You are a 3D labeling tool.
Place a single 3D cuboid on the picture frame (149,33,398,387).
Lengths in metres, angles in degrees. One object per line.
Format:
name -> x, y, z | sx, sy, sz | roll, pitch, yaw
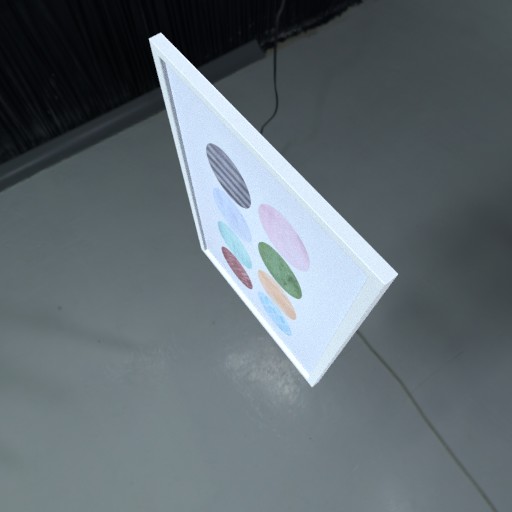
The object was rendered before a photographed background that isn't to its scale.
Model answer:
picture frame -> 0.000, 0.000, 0.551 | 0.013, 0.434, 0.305 | -35, 69, -15
